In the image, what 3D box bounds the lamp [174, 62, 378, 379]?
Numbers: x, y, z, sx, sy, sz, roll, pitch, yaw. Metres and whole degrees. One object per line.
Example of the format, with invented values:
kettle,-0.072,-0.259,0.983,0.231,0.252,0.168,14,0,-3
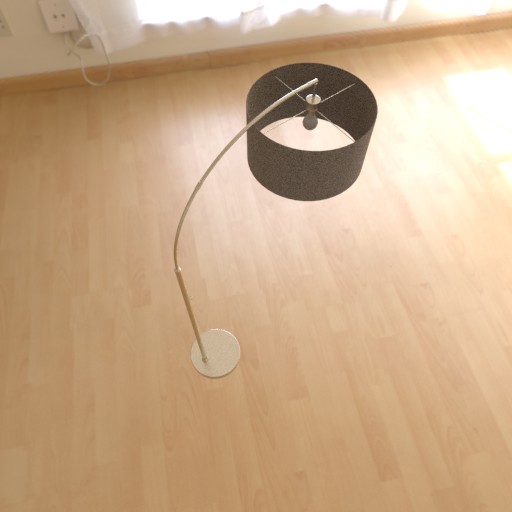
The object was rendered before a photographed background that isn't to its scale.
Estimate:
lamp,0.000,0.000,2.115,0.934,1.735,0.452,-33,64,-18
